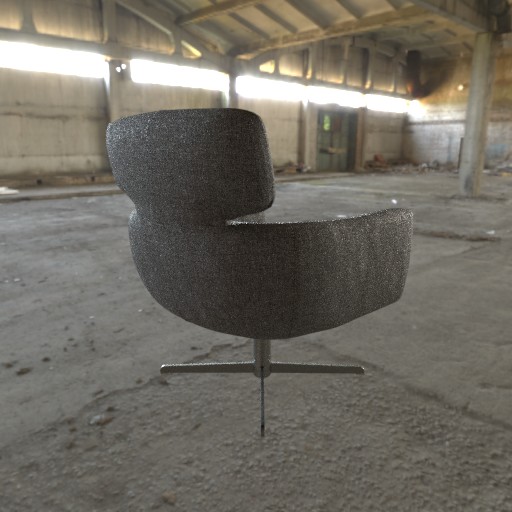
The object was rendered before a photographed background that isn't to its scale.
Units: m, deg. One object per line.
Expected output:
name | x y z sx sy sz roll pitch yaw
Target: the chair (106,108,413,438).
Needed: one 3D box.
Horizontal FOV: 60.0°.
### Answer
chair | 0.000 0.000 1.351 0.715 0.812 0.706 -13 19 -43
